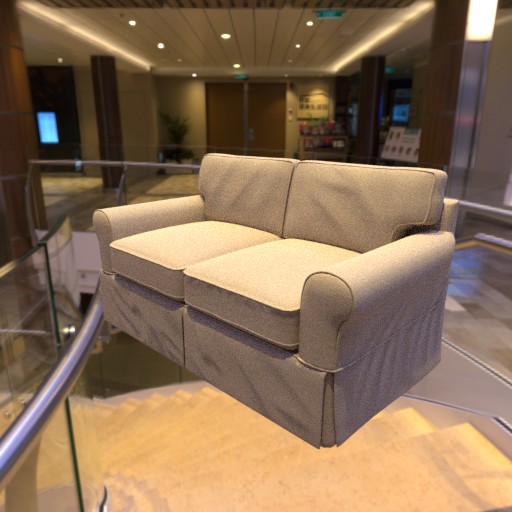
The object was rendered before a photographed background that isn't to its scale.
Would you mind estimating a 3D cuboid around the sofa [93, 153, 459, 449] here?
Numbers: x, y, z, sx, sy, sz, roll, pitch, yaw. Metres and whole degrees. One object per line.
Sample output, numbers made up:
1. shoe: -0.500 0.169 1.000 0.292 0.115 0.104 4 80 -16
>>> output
1. sofa: 0.000 0.000 2.299 1.727 0.940 0.991 16 23 42
